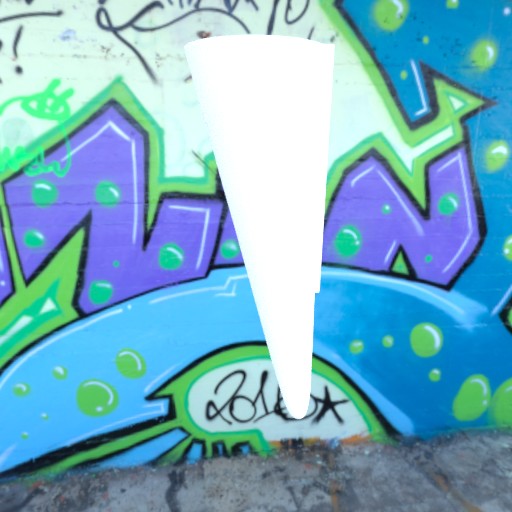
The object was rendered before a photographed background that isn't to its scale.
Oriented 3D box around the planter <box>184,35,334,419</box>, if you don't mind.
[{"bbox_3d":[0.000,0.000,0.225,0.064,0.193,0.057,-2,15,-9],"label":"planter"}]
